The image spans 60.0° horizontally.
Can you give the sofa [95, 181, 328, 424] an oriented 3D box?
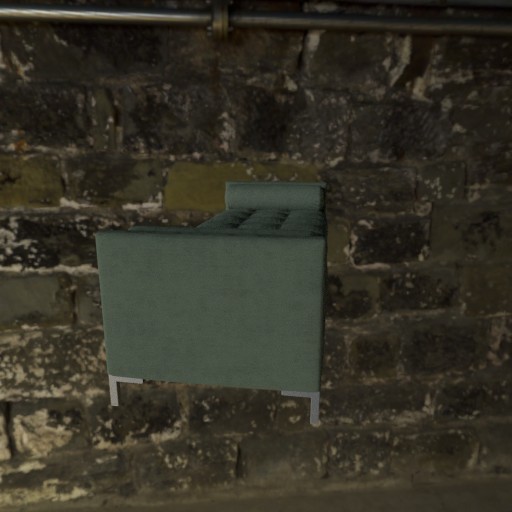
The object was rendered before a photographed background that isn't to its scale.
[{"bbox_3d":[0.000,0.000,2.491,0.797,0.657,2.102,2,15,9],"label":"sofa"}]
